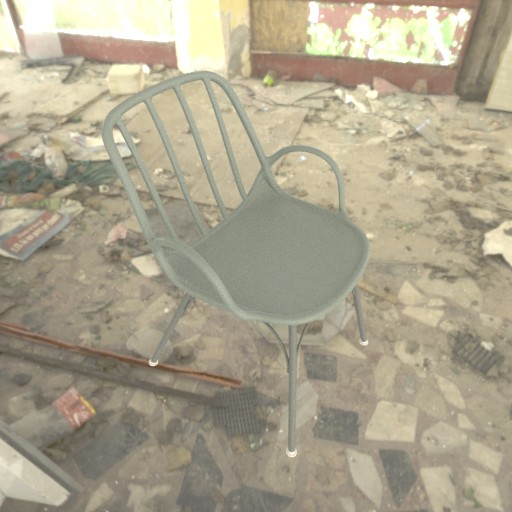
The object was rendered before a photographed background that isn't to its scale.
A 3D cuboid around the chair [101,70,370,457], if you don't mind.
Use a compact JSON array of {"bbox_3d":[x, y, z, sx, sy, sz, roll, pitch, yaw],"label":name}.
[{"bbox_3d":[0.000,0.000,1.212,0.597,0.816,0.549,25,47,26],"label":"chair"}]
